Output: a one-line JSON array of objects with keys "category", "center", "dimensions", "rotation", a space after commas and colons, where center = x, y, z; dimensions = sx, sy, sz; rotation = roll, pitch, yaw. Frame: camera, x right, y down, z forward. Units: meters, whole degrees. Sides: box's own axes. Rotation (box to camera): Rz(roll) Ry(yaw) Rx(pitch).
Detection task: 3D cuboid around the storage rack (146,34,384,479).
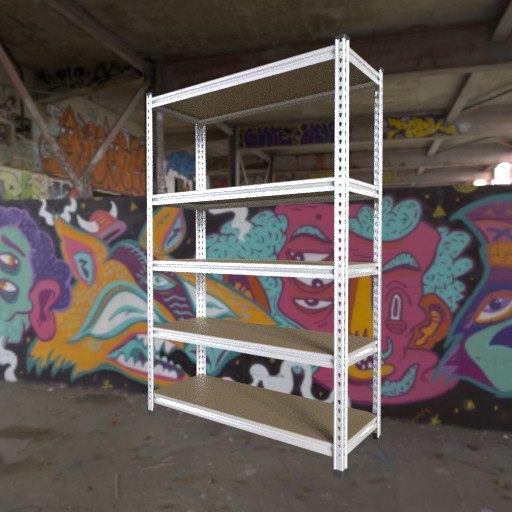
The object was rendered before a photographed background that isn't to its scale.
[{"category": "storage rack", "center": [0.000, 0.000, 2.358], "dimensions": [1.219, 1.829, 0.457], "rotation": [1, 2, 36]}]
